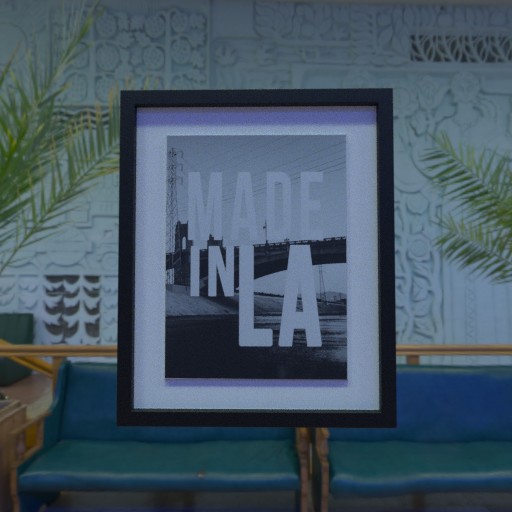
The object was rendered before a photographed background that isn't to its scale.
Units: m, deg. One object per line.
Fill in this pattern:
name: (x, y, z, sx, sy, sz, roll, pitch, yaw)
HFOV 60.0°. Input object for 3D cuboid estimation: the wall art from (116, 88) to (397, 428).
wall art: (0.000, 0.000, 0.744, 0.457, 0.559, 0.028, 0, -2, 1)
